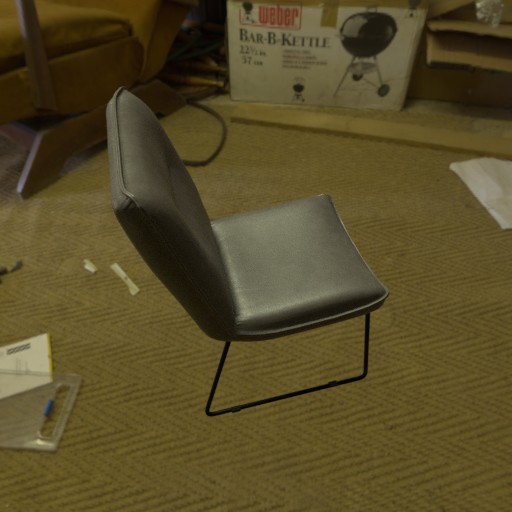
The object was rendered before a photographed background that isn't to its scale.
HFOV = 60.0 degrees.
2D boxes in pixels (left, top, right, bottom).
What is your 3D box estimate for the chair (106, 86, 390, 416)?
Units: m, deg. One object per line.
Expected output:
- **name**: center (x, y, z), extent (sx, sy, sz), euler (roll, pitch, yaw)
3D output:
- **chair**: center (0.000, 0.000, 1.359), extent (0.688, 0.932, 0.515), euler (-11, 47, -10)
